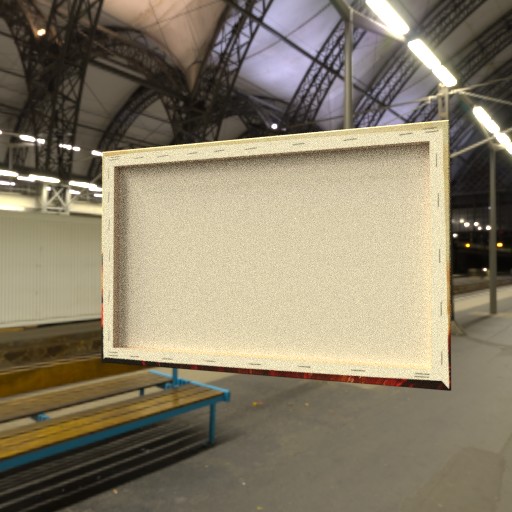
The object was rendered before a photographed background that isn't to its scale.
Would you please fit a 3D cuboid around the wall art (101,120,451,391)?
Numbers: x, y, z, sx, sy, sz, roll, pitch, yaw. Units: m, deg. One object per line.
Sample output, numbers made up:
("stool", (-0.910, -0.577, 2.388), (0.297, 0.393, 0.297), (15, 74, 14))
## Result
("wall art", (0.000, 0.000, 1.142), (0.918, 0.602, 0.038), (0, -1, 18))
